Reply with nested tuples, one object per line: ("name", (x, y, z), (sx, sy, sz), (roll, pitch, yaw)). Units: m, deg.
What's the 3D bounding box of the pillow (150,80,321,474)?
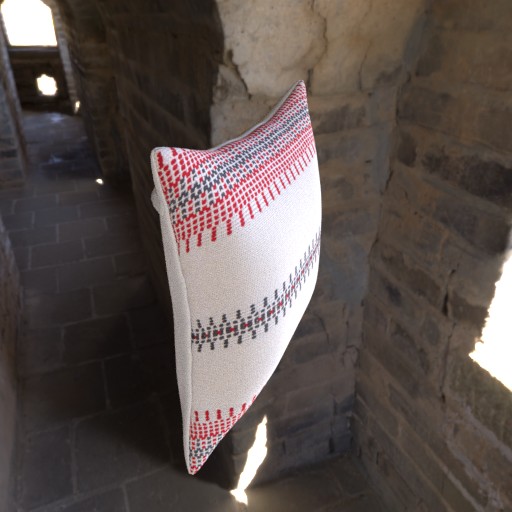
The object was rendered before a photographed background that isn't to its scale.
("pillow", (0.000, 0.000, 0.686), (0.160, 0.454, 0.463), (11, 31, 19))
